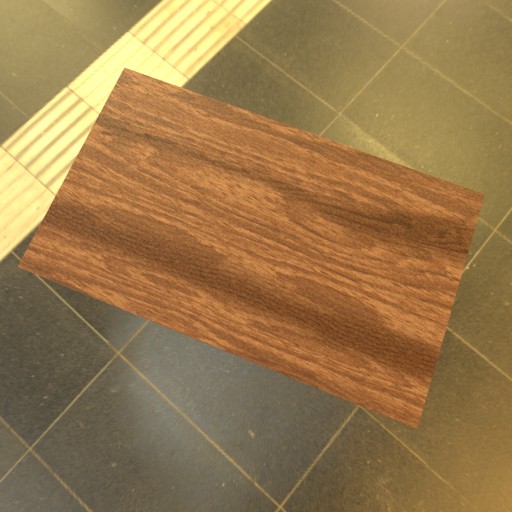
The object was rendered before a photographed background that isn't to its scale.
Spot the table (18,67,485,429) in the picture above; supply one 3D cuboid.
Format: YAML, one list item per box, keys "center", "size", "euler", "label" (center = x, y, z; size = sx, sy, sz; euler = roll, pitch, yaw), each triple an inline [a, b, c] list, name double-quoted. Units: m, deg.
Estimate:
- center: [0.000, 0.000, 1.819]
  size: [1.349, 0.724, 0.801]
  euler: [21, 77, 5]
  label: "table"
